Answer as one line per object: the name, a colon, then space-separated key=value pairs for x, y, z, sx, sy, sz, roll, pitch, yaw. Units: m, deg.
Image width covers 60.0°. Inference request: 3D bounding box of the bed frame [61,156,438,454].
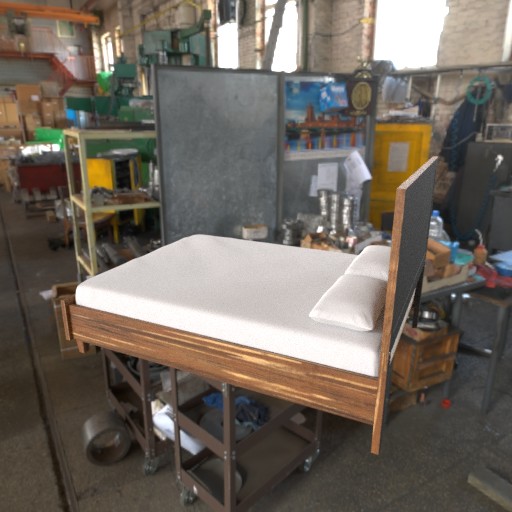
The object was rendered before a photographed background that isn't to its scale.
bed frame: x=0.000 y=0.000 z=3.339 sx=2.276 sy=1.417 sz=1.696 roll=8 pitch=20 yaw=25
